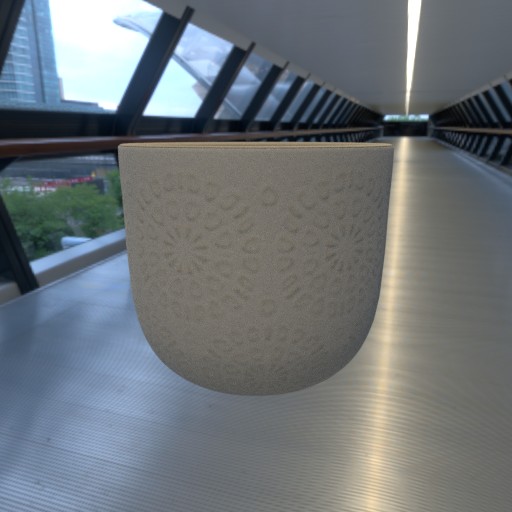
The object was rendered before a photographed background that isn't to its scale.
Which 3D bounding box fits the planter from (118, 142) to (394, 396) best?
[{"bbox_3d":[0.000,0.000,0.222,0.124,0.109,0.124,0,15,0],"label":"planter"}]
